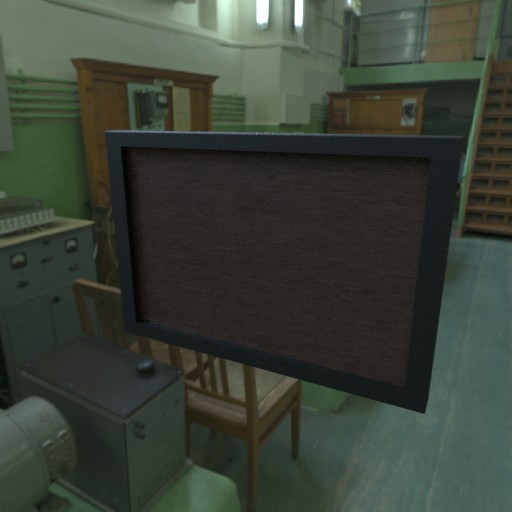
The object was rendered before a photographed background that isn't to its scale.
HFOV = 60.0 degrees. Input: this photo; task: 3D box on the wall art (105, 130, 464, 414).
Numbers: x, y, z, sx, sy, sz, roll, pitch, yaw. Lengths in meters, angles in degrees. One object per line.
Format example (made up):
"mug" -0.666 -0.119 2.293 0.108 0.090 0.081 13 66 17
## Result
"wall art" 0.000 0.000 0.853 0.671 0.456 0.051 9 19 26
